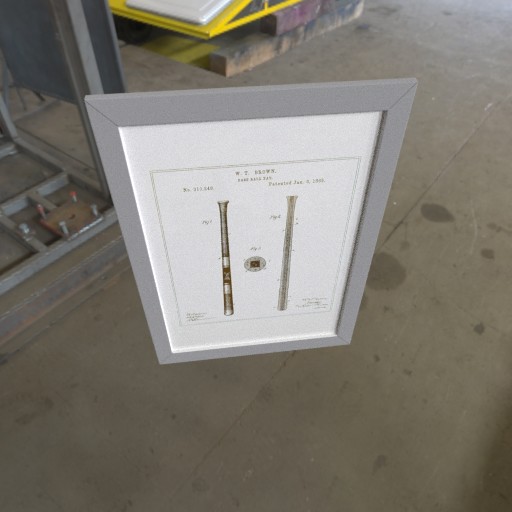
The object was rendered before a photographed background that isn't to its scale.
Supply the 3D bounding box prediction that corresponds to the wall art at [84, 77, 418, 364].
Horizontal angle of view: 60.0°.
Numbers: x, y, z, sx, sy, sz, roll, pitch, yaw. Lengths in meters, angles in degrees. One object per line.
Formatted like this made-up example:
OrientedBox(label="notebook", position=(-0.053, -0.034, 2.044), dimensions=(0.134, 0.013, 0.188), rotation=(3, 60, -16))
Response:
OrientedBox(label="wall art", position=(0.000, 0.000, 0.681), dimensions=(0.374, 0.529, 0.012), rotation=(-5, 45, -5))
